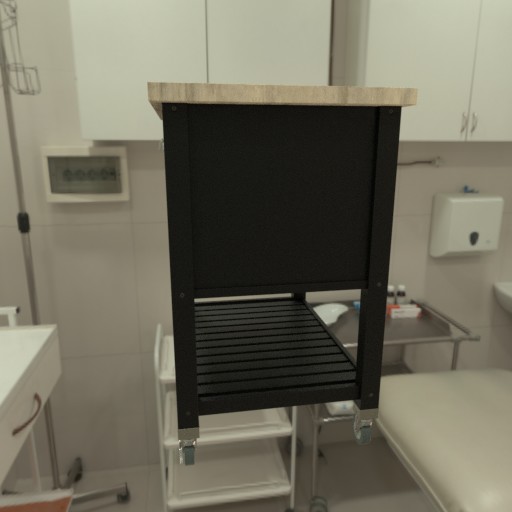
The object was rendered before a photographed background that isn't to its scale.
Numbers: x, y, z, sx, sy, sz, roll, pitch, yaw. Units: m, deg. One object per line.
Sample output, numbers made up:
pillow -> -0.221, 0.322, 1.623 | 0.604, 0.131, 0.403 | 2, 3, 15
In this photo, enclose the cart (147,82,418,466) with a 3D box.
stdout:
cart -> 0.000, 0.000, 1.399 | 0.567, 0.920, 0.797 | -2, 15, -10
